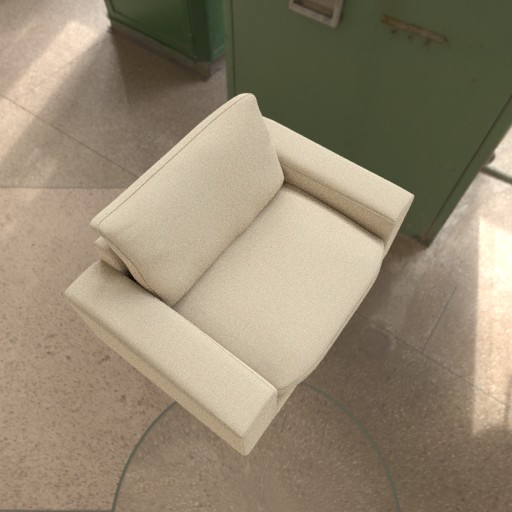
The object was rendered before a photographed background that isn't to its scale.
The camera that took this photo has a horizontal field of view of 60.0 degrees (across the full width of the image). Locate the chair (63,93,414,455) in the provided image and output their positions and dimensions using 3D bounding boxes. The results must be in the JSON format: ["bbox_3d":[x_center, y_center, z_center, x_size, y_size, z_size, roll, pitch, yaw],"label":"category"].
[{"bbox_3d":[0.000,0.000,2.106,1.039,0.915,1.398,33,65,18],"label":"chair"}]
